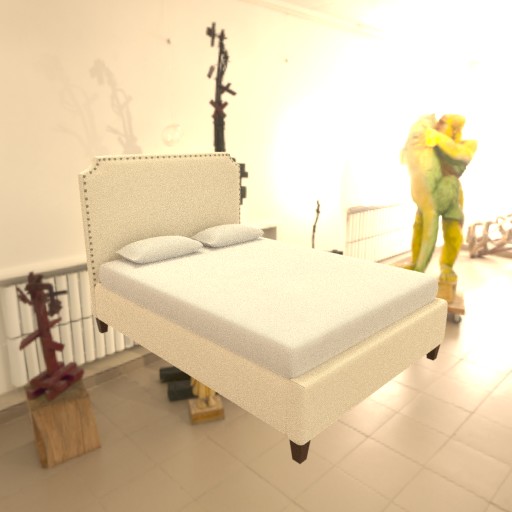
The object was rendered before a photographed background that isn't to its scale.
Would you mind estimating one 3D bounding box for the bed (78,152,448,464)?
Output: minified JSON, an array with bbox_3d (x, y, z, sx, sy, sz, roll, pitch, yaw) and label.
[{"bbox_3d":[0.000,0.000,3.451,1.712,1.497,2.372,-14,21,-43],"label":"bed"}]
